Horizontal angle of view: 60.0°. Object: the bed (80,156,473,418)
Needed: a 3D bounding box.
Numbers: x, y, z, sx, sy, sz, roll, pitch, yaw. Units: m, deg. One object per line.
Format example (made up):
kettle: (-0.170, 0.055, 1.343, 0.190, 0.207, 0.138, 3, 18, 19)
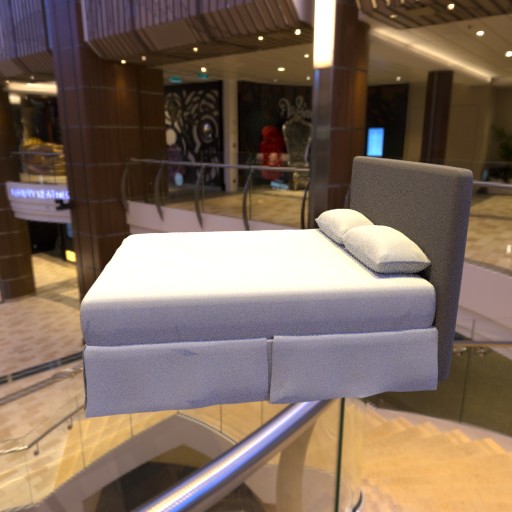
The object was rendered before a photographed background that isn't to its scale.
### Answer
bed: (0.000, 0.000, 3.167, 2.142, 1.330, 1.748, -2, 15, -7)
